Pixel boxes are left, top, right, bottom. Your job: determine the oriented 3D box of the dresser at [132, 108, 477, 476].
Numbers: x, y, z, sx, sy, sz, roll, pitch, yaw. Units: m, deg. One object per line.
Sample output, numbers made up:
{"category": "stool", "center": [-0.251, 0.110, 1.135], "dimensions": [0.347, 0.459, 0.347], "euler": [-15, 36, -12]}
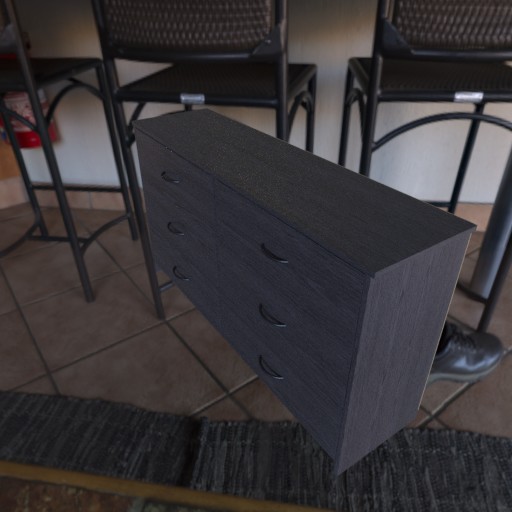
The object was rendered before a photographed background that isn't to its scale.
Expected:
{"category": "dresser", "center": [0.000, 0.000, 1.677], "dimensions": [0.401, 0.755, 1.360], "euler": [-20, 38, -29]}
